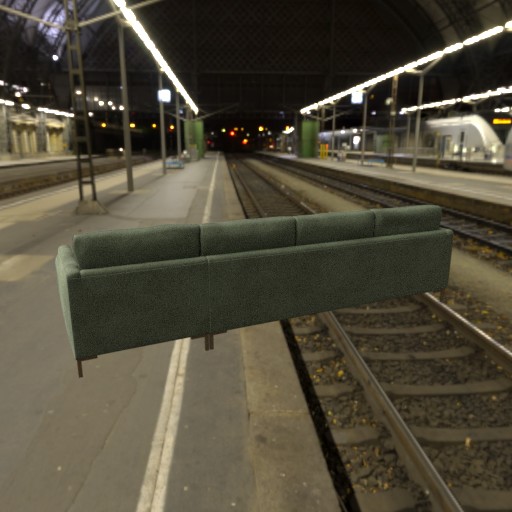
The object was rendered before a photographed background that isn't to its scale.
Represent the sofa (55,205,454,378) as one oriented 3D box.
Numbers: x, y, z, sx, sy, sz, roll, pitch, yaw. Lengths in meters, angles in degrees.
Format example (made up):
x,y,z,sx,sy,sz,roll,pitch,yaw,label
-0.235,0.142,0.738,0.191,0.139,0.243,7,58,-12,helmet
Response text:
x,y,z,sx,sy,sz,roll,pitch,yaw,label
0.000,0.000,3.316,2.725,0.756,1.255,-7,16,-25,sofa
